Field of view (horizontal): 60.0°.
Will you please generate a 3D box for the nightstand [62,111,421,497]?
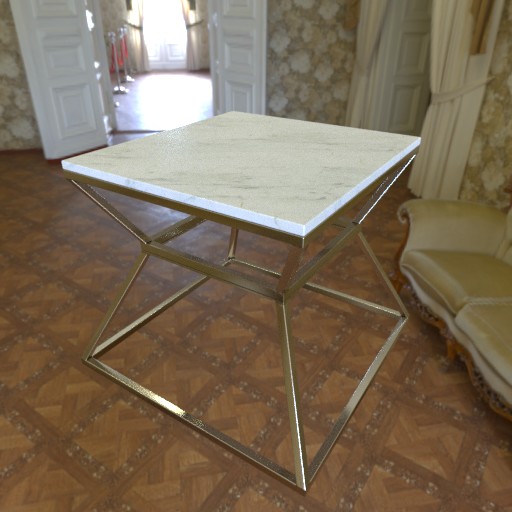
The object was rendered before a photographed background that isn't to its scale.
[{"bbox_3d":[0.000,0.000,0.866,0.514,0.426,0.513,18,34,29],"label":"nightstand"}]
